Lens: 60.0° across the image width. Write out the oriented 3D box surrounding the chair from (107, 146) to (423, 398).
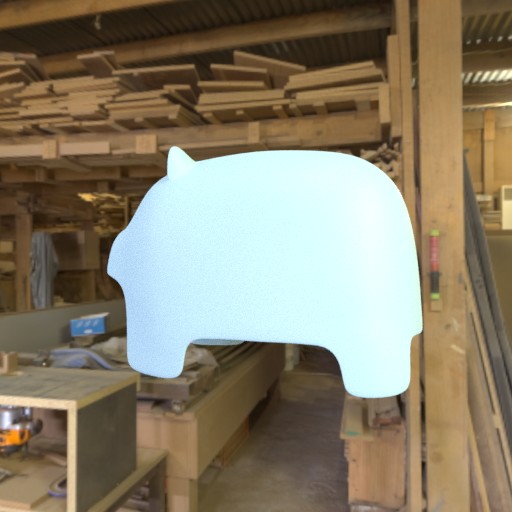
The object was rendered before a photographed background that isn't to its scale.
[{"bbox_3d":[0.000,0.000,0.881,0.619,0.423,0.364,0,-1,18],"label":"chair"}]
